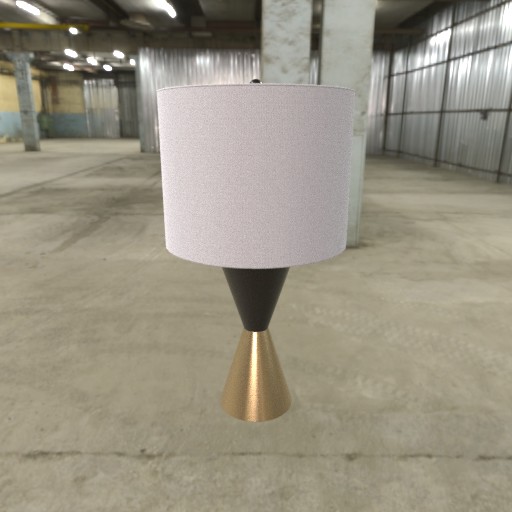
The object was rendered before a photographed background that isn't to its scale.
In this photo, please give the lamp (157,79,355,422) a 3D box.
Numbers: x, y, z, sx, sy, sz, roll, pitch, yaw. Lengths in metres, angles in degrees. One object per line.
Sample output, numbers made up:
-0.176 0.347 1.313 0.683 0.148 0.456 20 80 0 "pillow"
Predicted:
0.000 0.000 0.769 0.304 0.573 0.304 8 18 26 "lamp"
